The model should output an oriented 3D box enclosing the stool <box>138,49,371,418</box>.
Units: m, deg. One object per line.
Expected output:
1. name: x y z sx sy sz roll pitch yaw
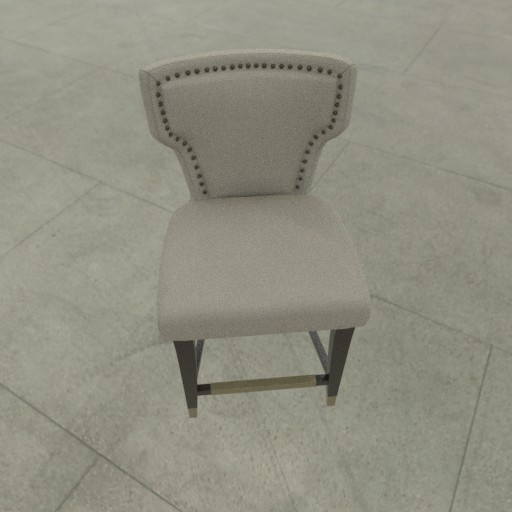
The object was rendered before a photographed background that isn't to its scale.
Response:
1. stool: 0.000 0.000 1.290 0.527 0.982 0.563 -4 47 -3
